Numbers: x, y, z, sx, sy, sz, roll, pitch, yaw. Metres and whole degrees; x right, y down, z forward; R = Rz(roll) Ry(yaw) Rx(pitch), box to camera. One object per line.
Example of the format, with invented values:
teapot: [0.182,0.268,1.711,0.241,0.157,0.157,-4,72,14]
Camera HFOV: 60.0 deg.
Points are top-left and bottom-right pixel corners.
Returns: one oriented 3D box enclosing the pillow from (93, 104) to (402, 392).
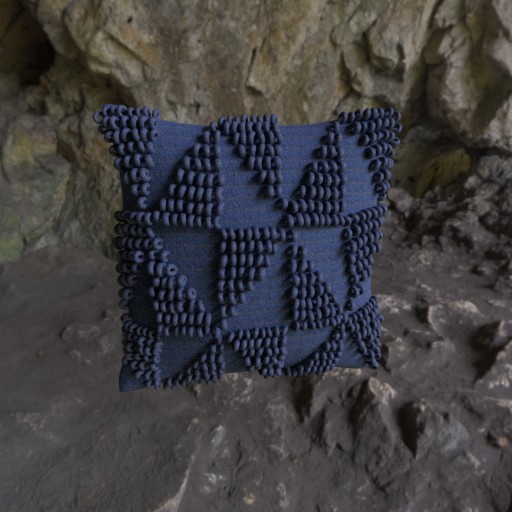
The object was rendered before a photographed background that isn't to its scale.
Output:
pillow: [0.000,0.000,0.723,0.469,0.466,0.172,-3,16,-9]
